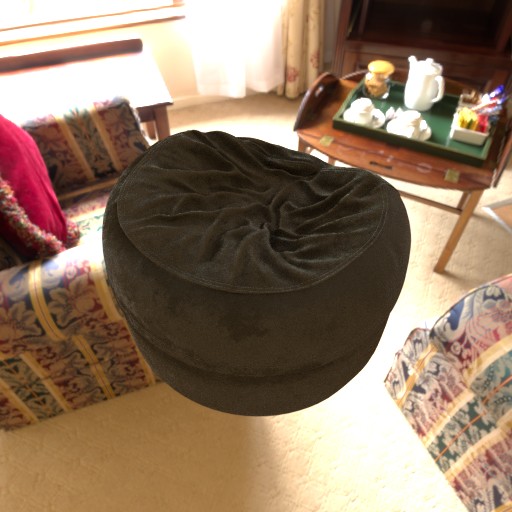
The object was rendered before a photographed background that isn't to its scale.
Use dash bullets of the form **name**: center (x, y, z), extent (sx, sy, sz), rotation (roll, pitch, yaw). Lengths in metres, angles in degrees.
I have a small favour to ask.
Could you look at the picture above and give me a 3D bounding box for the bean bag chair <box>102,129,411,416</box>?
- **bean bag chair**: center (0.000, 0.000, 1.448), extent (0.918, 0.605, 0.918), rotation (0, 48, 0)
